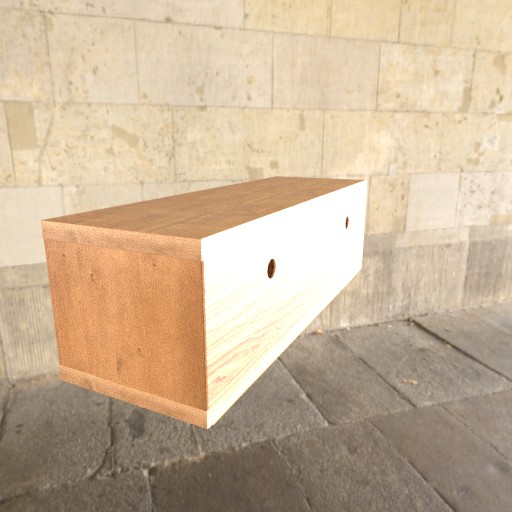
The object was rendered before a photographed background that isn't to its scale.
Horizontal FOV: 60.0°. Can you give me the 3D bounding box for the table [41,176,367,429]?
[{"bbox_3d":[0.000,0.000,1.752,0.499,0.491,1.499,7,17,26],"label":"table"}]
